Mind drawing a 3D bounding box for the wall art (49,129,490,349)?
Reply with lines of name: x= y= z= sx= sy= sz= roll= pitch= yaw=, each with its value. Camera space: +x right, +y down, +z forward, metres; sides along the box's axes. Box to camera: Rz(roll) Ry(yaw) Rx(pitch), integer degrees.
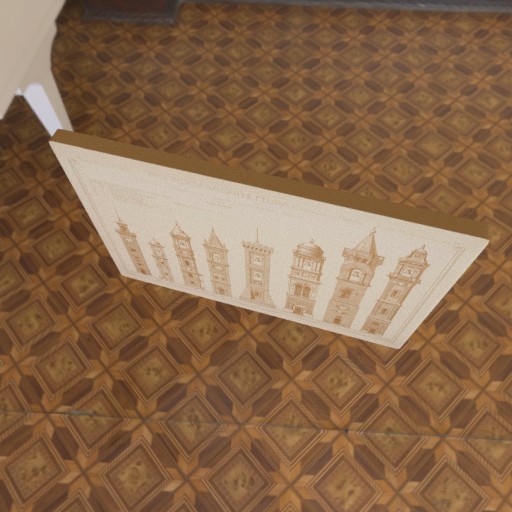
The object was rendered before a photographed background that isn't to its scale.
wall art: x=0.000 y=0.000 z=0.480 sx=0.380 sy=0.254 sz=0.019 roll=14 pitch=60 yaw=8
